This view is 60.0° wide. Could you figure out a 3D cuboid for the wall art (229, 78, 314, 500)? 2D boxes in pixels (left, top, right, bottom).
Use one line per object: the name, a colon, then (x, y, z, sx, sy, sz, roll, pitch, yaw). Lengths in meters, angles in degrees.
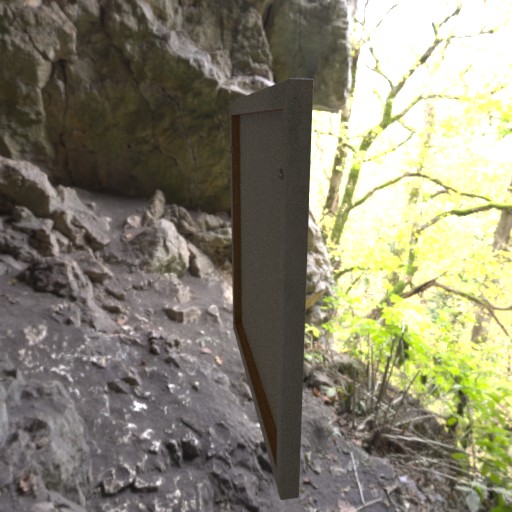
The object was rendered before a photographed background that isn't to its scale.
wall art: (0.000, 0.000, 1.110, 0.041, 0.762, 0.762, -3, 17, -9)
